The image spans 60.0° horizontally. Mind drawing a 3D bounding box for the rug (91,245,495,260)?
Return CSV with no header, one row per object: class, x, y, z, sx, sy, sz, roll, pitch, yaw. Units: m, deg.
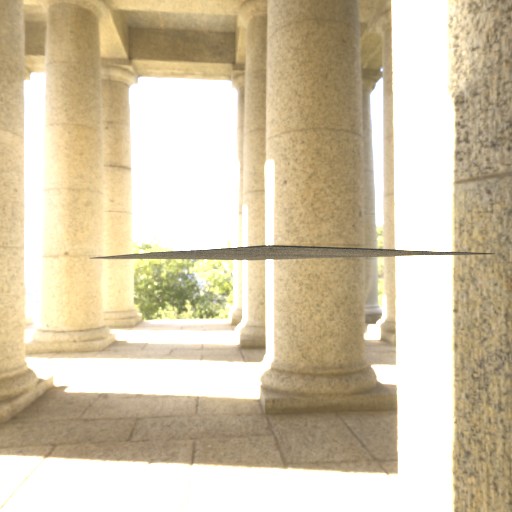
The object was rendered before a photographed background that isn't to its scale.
rug,0.000,0.000,2.163,1.135,0.010,1.740,1,-2,-35
